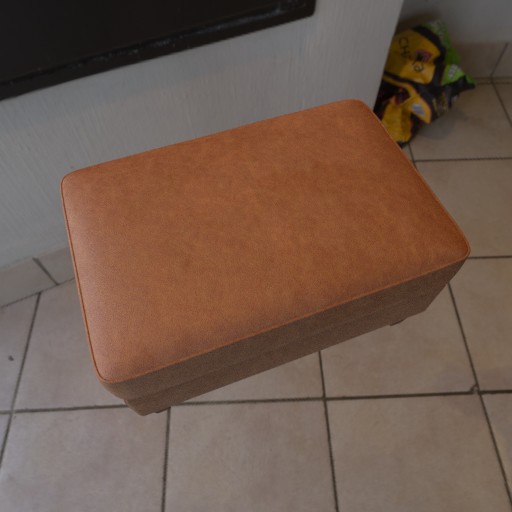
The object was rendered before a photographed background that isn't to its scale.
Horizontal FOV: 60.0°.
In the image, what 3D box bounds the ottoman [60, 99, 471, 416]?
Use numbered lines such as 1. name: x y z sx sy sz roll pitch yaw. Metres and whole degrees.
1. ottoman: 0.000 0.000 1.198 0.864 0.483 0.584 -18 61 -10
